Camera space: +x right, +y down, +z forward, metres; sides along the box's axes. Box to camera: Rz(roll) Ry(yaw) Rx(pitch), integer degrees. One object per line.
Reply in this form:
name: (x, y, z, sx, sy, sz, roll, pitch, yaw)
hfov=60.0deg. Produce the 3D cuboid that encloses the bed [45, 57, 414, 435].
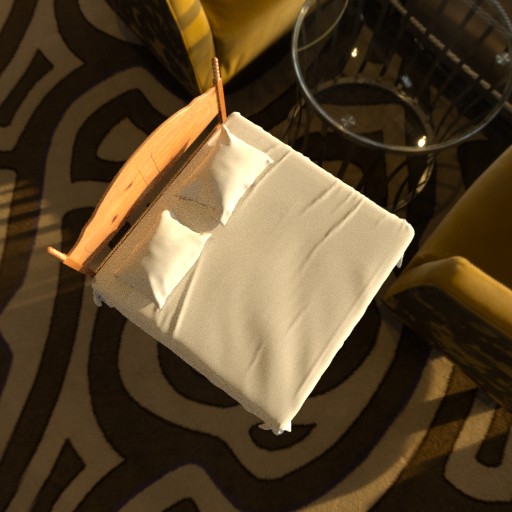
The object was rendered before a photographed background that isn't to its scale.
bed: (0.000, 0.000, 3.695, 2.219, 1.355, 2.322, 35, 79, 8)
